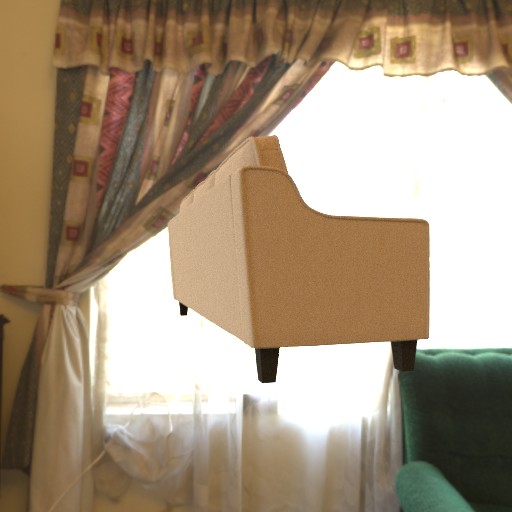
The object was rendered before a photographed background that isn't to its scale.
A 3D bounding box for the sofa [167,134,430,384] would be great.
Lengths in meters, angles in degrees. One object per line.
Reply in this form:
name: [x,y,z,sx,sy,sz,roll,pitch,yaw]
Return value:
sofa: [0.000,0.000,2.581,0.791,0.902,2.131,0,-1,-18]
